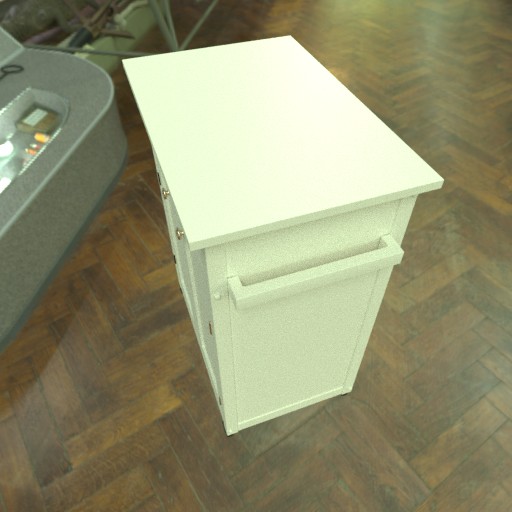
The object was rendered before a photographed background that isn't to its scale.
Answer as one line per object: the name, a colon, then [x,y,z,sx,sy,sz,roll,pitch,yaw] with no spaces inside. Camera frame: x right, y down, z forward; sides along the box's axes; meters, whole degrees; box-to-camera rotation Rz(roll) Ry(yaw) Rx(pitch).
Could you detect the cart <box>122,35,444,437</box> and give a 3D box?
cart: [0.000,0.000,1.219,0.442,0.864,0.683,-15,49,-13]
